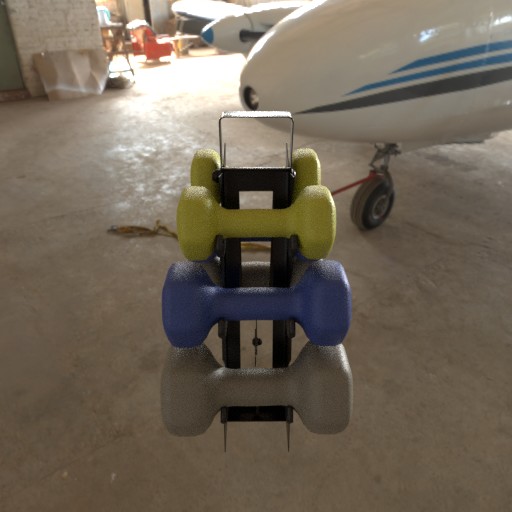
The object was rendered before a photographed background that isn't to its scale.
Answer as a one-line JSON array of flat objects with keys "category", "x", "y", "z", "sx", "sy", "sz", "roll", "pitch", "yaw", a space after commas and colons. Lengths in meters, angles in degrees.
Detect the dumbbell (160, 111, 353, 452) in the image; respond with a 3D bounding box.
[{"category": "dumbbell", "x": 0.000, "y": 0.000, "z": 0.675, "sx": 0.261, "sy": 0.426, "sz": 0.416, "roll": 0, "pitch": 32, "yaw": 0}]
